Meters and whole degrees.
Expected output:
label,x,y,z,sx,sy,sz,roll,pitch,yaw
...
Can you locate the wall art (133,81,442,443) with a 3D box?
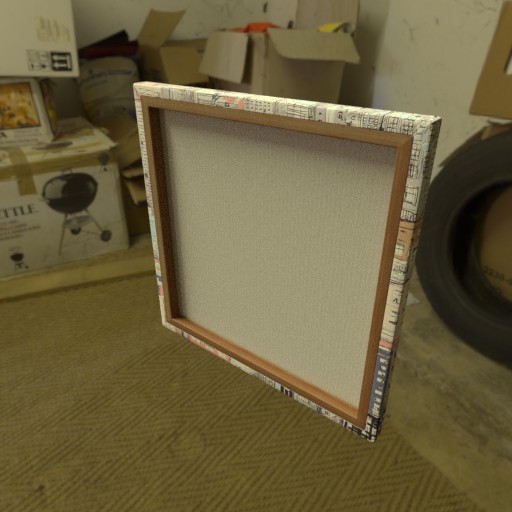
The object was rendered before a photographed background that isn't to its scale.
label,x,y,z,sx,sy,sz,roll,pitch,yaw
wall art,0.000,0.000,0.888,0.607,0.608,0.038,20,34,33
